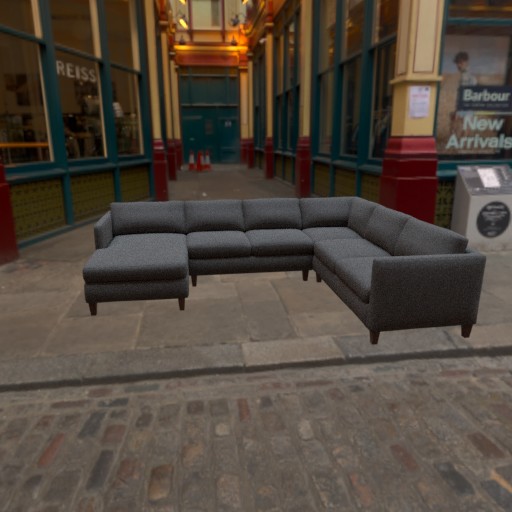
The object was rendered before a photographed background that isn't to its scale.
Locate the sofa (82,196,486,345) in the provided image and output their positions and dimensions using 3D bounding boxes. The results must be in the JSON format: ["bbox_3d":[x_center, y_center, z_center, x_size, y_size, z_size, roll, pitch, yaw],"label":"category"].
[{"bbox_3d":[0.000,0.000,4.412,3.238,0.853,2.551,-2,16,-8],"label":"sofa"}]
